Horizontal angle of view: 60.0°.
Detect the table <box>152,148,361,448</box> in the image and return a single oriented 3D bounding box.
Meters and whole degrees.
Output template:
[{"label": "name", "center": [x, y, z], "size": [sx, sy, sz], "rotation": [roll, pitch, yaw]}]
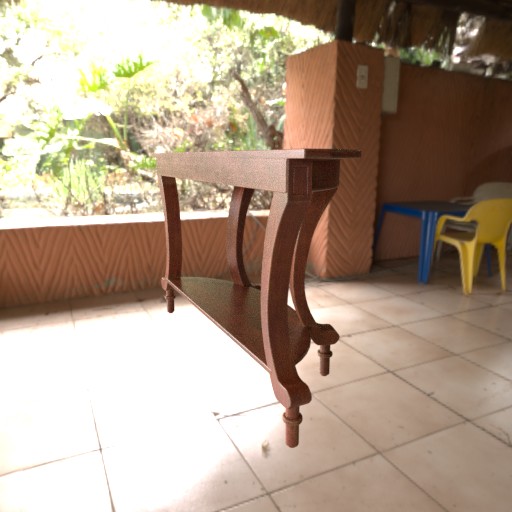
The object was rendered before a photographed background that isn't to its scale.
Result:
[{"label": "table", "center": [0.000, 0.000, 1.529], "size": [0.394, 0.699, 1.198], "rotation": [-6, 14, -26]}]
